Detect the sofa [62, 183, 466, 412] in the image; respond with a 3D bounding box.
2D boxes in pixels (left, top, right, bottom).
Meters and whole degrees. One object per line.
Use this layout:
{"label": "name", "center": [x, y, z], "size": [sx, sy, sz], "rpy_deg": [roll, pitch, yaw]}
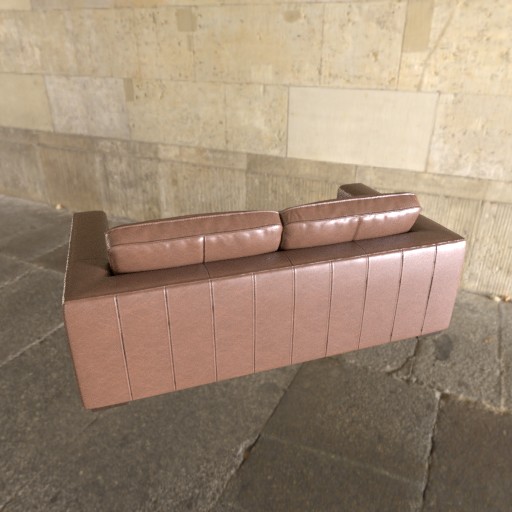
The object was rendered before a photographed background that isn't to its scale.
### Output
{"label": "sofa", "center": [0.000, 0.000, 2.465], "size": [1.920, 0.800, 1.070], "rpy_deg": [-8, 27, -17]}
